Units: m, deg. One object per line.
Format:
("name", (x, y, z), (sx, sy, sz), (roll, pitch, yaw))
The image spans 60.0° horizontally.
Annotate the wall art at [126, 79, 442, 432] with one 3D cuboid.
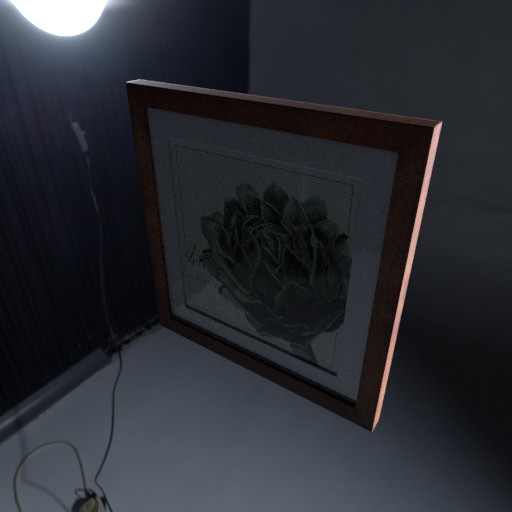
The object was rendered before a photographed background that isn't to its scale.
("wall art", (0.000, 0.000, 0.836), (0.554, 0.572, 0.037), (19, 36, 29))
